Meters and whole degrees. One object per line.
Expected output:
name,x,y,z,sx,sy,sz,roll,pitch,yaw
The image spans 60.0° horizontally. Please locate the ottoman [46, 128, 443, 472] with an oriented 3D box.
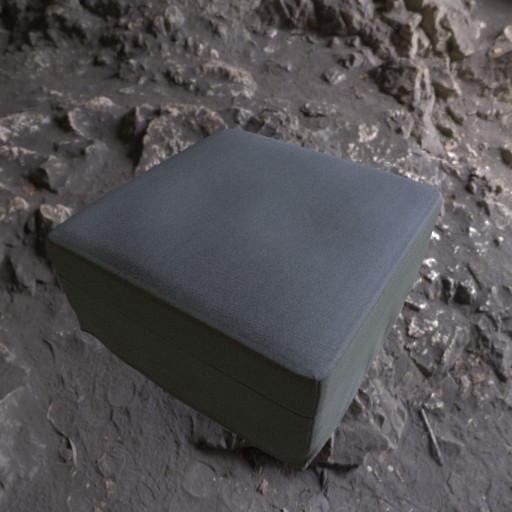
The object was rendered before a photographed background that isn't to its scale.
ottoman,0.000,0.000,1.350,0.843,0.441,0.842,23,45,25
